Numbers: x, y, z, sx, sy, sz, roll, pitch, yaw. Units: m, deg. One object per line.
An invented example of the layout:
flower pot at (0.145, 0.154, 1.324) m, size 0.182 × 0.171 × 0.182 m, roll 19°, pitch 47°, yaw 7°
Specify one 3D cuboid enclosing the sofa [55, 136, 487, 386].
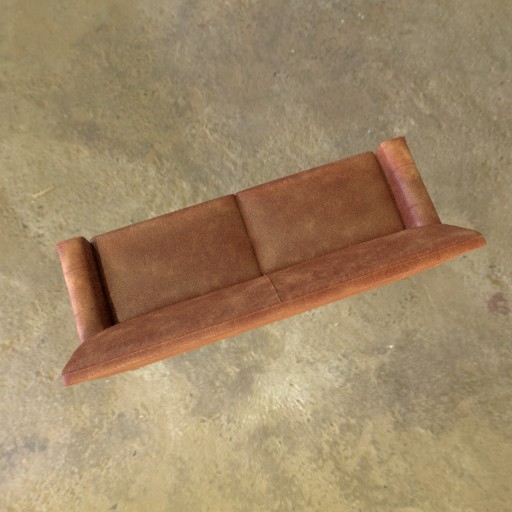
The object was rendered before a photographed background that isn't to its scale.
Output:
sofa at (0.000, 0.000, 2.538) m, size 2.053 × 0.947 × 0.805 m, roll -18°, pitch 77°, yaw -4°
